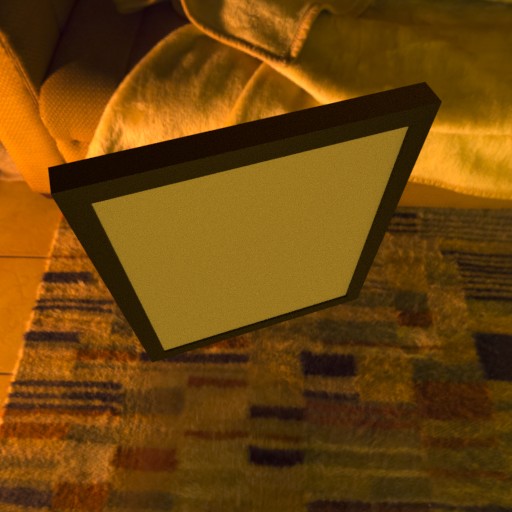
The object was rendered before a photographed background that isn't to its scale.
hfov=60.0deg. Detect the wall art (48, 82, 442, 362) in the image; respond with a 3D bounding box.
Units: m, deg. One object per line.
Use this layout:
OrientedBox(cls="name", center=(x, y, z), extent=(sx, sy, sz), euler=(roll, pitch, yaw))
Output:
OrientedBox(cls="wall art", center=(0.000, 0.000, 0.525), extent=(0.330, 0.381, 0.029), euler=(-16, 59, -10))
